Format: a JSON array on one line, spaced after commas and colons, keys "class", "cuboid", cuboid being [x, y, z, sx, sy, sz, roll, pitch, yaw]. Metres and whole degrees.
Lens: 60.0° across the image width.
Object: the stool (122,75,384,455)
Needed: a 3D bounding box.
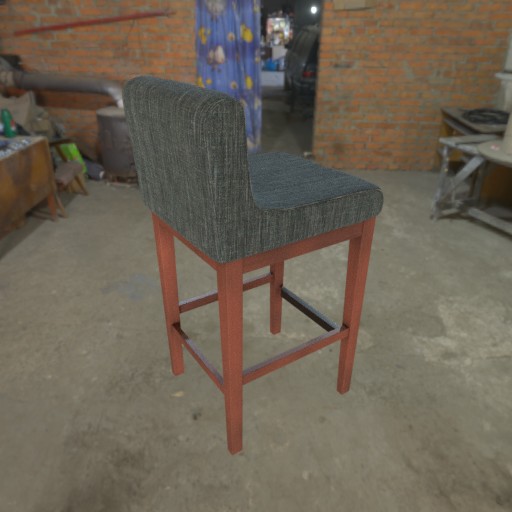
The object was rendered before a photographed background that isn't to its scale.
[{"class": "stool", "cuboid": [0.000, 0.000, 1.107, 0.459, 0.835, 0.395, -17, 32, -29]}]
